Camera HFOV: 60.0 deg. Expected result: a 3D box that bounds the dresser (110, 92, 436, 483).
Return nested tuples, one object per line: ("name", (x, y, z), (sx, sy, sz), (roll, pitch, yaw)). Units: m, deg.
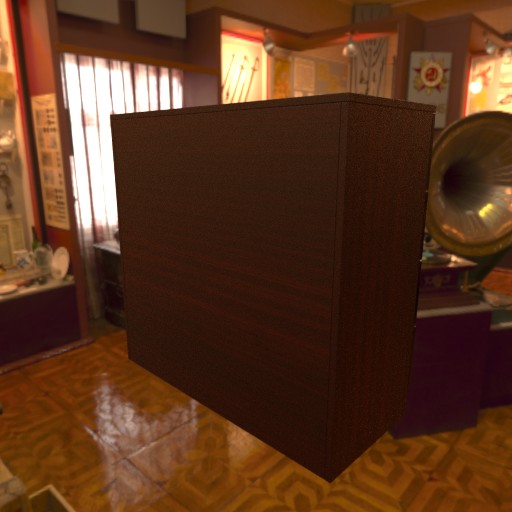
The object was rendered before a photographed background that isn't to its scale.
("dresser", (0.000, 0.000, 1.154), (0.750, 0.720, 0.360), (13, 19, 42))
